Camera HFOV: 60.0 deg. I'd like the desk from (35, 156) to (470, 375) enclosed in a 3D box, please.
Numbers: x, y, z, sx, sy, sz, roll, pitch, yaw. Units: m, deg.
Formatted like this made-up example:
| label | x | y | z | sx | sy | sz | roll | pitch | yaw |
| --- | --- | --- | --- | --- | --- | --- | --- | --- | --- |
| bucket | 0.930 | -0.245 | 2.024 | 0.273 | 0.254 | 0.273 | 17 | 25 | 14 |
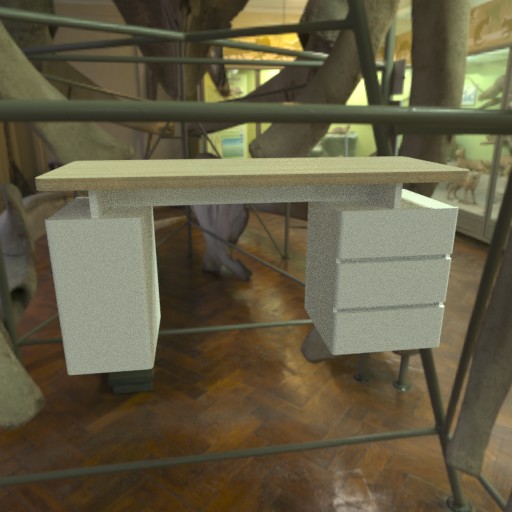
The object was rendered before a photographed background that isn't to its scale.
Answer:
| label | x | y | z | sx | sy | sz | roll | pitch | yaw |
| --- | --- | --- | --- | --- | --- | --- | --- | --- | --- |
| desk | 0.000 | 0.000 | 1.870 | 1.500 | 0.755 | 0.550 | -3 | 18 | -8 |
